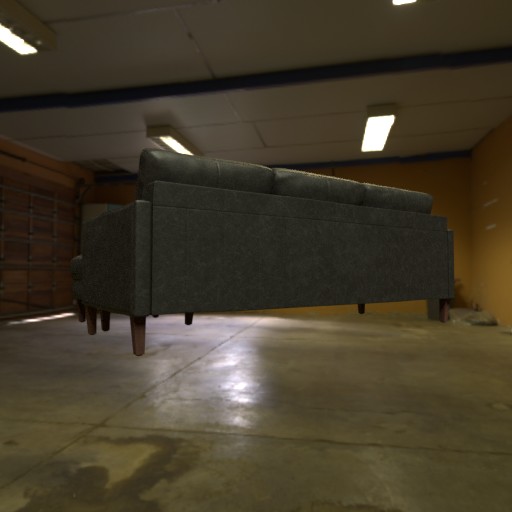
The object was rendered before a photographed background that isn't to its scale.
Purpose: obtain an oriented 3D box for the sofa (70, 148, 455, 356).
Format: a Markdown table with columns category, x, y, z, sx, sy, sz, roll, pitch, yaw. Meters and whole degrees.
| category | x | y | z | sx | sy | sz | roll | pitch | yaw |
| --- | --- | --- | --- | --- | --- | --- | --- | --- | --- |
| sofa | 0.000 | 0.000 | 2.926 | 2.178 | 0.876 | 1.497 | 1 | -3 | -34 |
